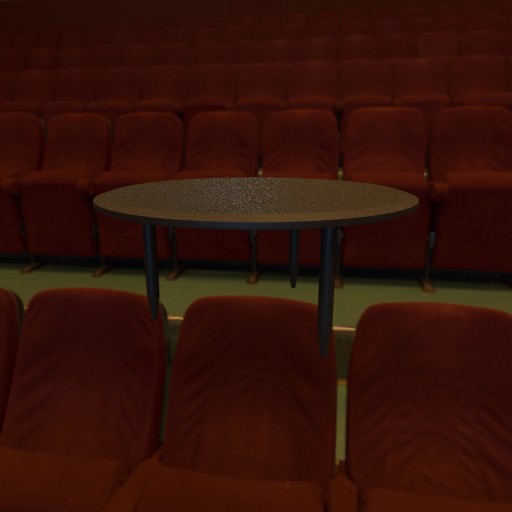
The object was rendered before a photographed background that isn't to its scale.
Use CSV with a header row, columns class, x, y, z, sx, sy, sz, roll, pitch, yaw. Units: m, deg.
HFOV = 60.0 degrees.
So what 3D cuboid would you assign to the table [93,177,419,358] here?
class,x,y,z,sx,sy,sz,roll,pitch,yaw
table,0.000,0.000,1.347,0.900,0.400,0.900,0,15,0
